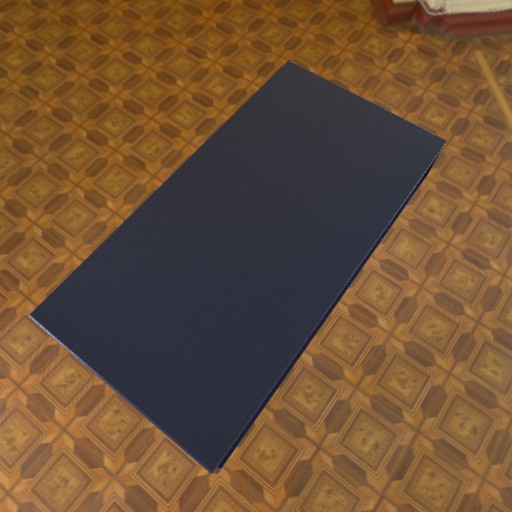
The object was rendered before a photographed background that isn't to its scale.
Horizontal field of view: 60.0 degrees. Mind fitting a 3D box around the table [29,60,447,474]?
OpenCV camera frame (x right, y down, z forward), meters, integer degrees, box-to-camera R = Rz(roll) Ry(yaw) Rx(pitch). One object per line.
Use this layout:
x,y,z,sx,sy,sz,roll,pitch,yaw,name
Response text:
0.000,0.000,1.354,0.572,0.457,1.067,34,68,15,table
